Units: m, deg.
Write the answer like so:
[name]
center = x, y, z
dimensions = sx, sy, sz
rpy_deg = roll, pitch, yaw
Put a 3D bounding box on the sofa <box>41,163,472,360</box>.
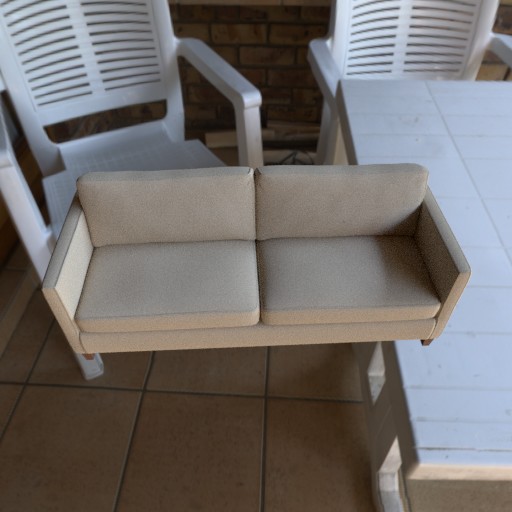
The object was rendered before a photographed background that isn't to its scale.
[sofa]
center = 0.000, 0.000, 2.882
dimensions = 2.361, 0.968, 0.951
rpy_deg = -2, 46, -2
